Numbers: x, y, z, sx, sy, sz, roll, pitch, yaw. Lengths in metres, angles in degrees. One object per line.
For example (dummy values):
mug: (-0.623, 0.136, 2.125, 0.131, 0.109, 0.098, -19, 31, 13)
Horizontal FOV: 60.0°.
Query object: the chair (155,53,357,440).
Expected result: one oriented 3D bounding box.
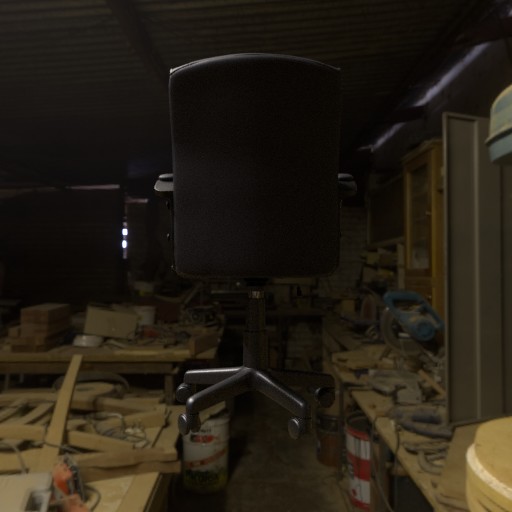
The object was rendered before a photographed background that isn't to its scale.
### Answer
chair: (0.000, 0.000, 1.385, 0.576, 0.998, 0.641, 0, -1, 0)
